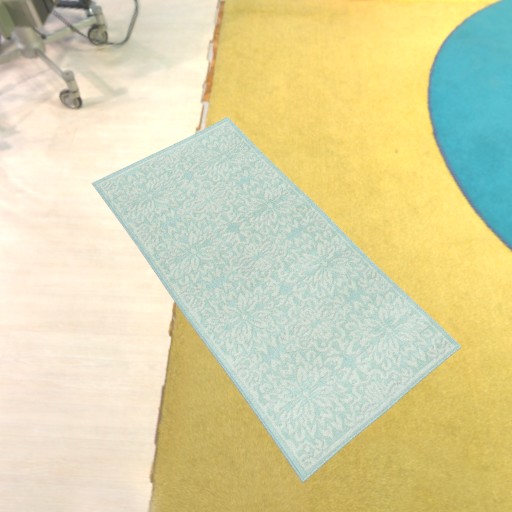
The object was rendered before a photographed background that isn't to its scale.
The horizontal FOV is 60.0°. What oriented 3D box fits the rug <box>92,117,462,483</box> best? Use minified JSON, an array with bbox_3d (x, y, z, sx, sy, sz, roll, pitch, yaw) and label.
[{"bbox_3d":[0.000,0.000,1.463,0.604,0.007,1.219,-32,64,-18],"label":"rug"}]
